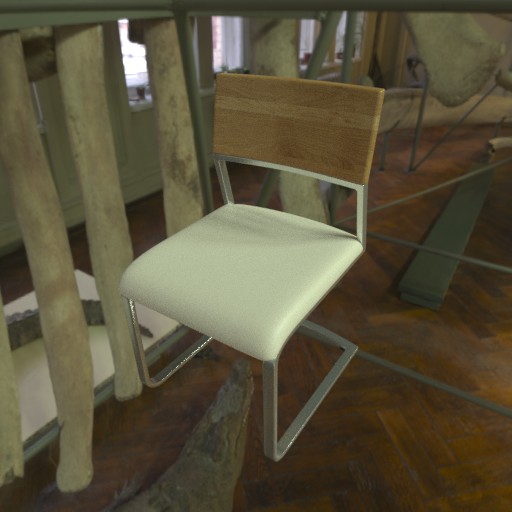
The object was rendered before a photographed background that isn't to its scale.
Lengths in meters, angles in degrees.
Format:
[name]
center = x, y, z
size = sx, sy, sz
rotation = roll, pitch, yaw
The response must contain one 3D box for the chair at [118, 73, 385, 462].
[chair]
center = 0.000, 0.000, 1.186
size = 0.467, 0.844, 0.585
rotation = 19, 35, 29
